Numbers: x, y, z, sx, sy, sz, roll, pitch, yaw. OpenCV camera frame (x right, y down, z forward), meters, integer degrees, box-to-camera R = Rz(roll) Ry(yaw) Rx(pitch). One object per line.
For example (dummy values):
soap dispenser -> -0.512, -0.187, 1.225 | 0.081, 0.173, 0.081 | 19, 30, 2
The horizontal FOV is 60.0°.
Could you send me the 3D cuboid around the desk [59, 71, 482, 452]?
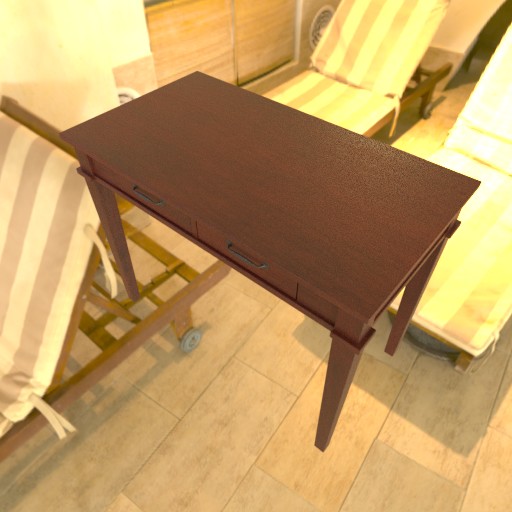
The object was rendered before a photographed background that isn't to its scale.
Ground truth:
desk -> 0.000, 0.000, 1.447 | 1.001, 0.762, 0.549 | 31, 53, 27
